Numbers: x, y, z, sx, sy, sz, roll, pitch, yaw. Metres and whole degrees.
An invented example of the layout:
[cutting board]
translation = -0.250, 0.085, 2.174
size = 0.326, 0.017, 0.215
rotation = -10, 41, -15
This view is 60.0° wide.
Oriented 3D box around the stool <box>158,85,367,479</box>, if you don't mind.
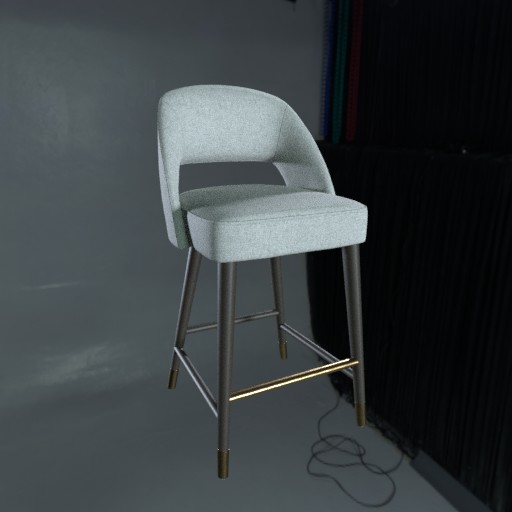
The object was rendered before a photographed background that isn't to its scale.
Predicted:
[stool]
translation = 0.000, 0.000, 1.250
size = 0.494, 0.940, 0.509
rotation = -8, 18, -26
